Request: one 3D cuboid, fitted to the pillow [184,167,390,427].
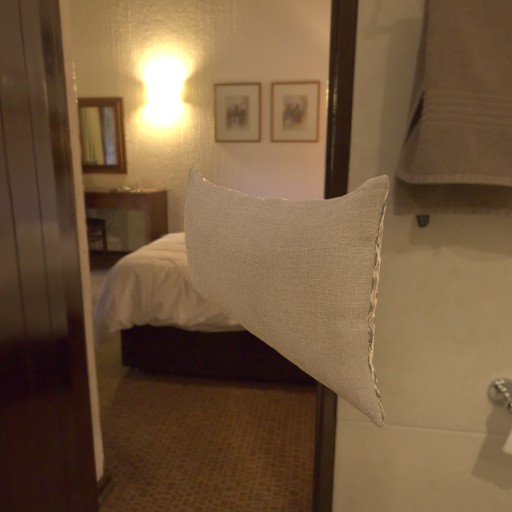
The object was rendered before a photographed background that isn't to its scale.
[{"bbox_3d":[0.000,0.000,0.756,0.148,0.290,0.631,-6,14,-27],"label":"pillow"}]
